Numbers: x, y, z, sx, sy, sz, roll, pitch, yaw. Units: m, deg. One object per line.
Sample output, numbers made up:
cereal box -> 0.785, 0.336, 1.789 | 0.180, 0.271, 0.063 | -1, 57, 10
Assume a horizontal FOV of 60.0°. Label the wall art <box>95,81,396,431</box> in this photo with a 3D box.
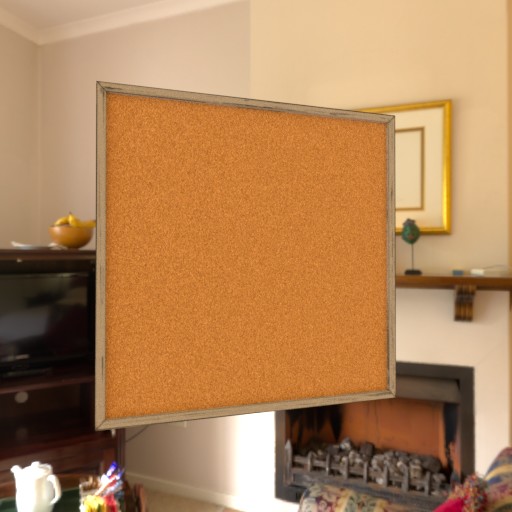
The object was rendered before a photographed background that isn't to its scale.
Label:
wall art -> 0.000, 0.000, 0.447 | 0.303, 0.303, 0.036 | 0, -1, -18
